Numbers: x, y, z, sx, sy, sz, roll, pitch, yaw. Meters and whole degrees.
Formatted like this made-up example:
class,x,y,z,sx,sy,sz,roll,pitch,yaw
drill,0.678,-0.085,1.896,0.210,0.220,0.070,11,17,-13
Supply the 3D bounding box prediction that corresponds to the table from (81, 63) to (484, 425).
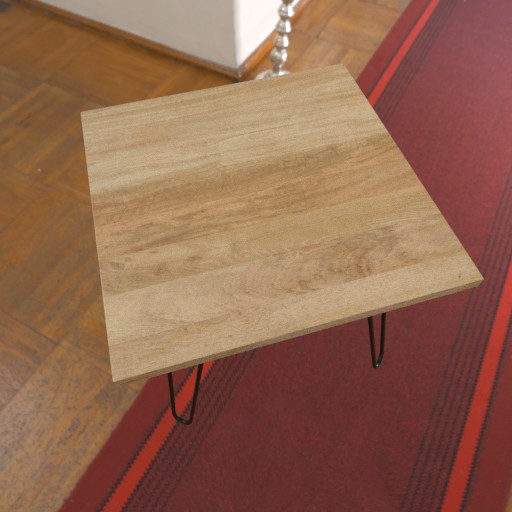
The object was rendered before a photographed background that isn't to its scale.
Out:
class,x,y,z,sx,sy,sz,roll,pitch,yaw
table,0.000,0.000,1.039,0.599,0.500,0.599,-14,59,-9
